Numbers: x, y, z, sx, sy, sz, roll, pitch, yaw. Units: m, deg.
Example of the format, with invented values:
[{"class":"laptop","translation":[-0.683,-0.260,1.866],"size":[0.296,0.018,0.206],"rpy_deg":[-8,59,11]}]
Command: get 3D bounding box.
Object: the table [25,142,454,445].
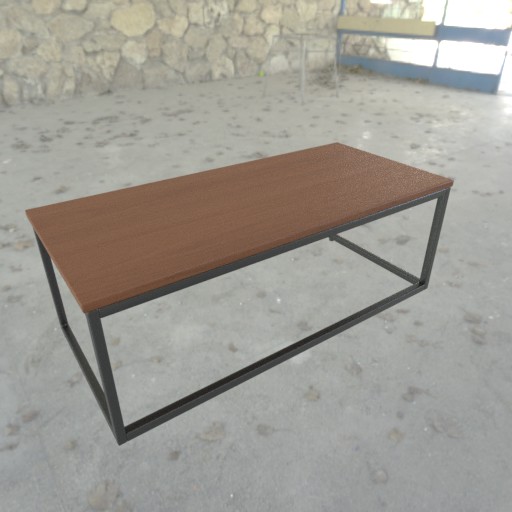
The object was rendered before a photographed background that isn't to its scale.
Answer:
[{"class":"table","translation":[0.000,0.000,1.333],"size":[1.100,0.400,0.500],"rpy_deg":[-19,35,-30]}]
